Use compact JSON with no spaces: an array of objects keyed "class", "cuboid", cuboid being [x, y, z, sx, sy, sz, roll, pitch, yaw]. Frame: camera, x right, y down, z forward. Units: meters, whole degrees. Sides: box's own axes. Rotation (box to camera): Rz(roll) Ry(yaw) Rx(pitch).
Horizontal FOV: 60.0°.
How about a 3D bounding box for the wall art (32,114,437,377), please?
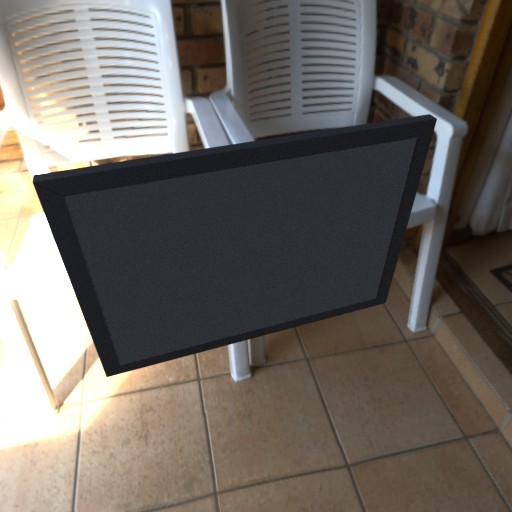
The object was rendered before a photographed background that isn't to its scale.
[{"class":"wall art","cuboid":[0.000,0.000,0.558,0.432,0.306,0.016,-12,42,-14]}]
